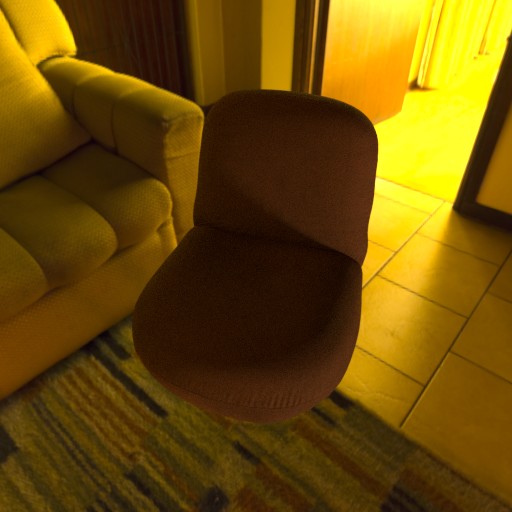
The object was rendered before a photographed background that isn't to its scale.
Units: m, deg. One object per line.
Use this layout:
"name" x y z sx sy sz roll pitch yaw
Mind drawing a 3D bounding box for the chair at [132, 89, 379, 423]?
"chair" 0.000 0.000 1.019 0.521 0.594 0.597 13 41 15
